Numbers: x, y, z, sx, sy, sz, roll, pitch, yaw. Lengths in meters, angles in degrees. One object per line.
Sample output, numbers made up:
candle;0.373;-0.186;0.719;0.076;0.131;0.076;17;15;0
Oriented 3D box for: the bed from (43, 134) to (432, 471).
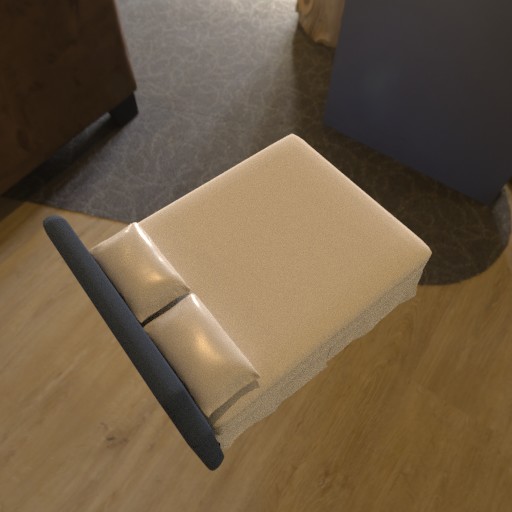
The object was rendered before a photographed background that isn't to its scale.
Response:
bed;0.000;0.000;3.329;2.260;1.297;1.831;-34;65;-19
